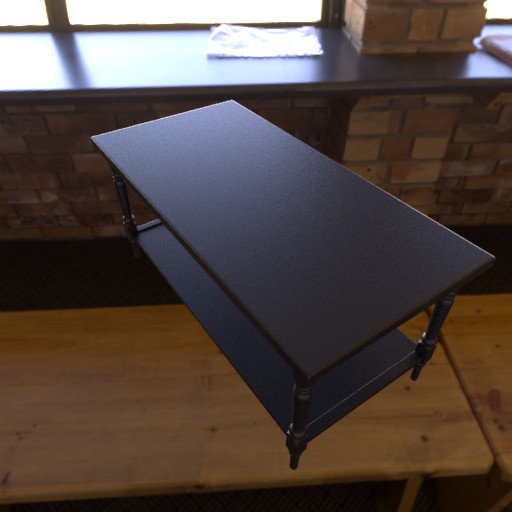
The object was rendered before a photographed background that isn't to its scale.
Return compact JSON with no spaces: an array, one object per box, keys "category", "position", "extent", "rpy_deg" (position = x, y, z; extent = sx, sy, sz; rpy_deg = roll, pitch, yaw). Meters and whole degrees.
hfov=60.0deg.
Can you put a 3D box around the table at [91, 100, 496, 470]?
[{"category":"table","position":[0.000,0.000,1.386],"extent":[0.550,0.510,1.107],"rpy_deg":[-24,47,-25]}]
